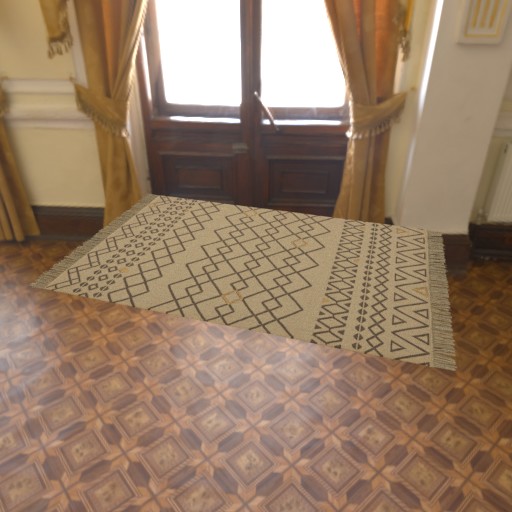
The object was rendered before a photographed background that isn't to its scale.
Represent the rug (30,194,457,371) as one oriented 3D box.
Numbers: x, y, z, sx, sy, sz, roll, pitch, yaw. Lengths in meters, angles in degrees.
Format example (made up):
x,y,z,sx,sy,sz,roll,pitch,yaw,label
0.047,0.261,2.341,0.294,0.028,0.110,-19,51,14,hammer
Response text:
x,y,z,sx,sy,sz,roll,pitch,yaw,label
0.000,0.000,3.016,2.472,0.035,1.495,9,32,15,rug
